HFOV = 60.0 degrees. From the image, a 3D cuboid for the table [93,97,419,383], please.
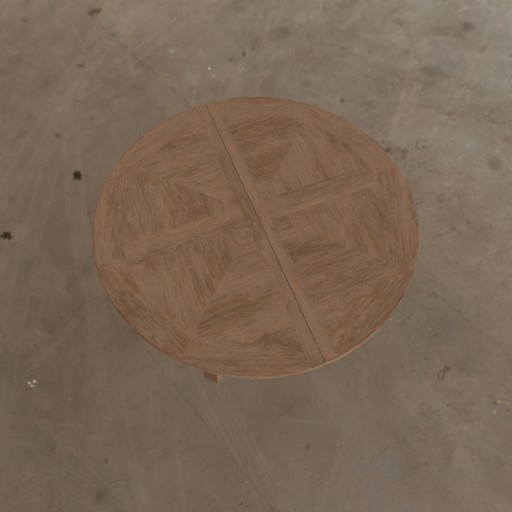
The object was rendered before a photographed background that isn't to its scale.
[{"bbox_3d":[0.000,0.000,2.153,1.319,0.762,1.319,0,63,0],"label":"table"}]
